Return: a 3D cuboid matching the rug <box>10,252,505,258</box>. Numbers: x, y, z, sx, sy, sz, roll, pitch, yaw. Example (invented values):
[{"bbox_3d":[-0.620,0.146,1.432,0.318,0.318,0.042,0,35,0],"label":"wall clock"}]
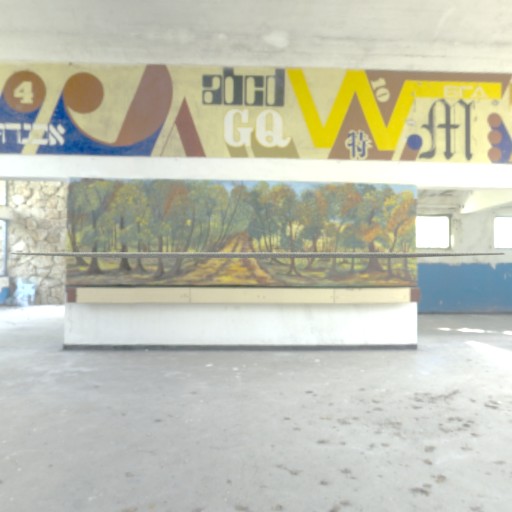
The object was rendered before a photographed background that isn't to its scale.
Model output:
[{"bbox_3d":[0.000,0.000,2.788,2.284,0.008,1.522,0,-1,-1],"label":"rug"}]
